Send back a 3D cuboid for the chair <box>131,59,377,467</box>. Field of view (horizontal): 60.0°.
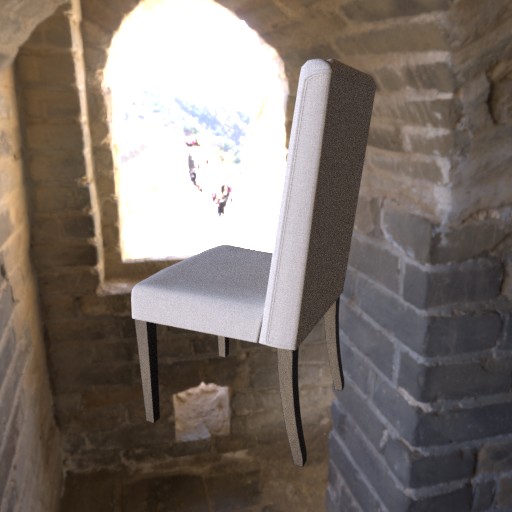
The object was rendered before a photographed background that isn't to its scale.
[{"bbox_3d":[0.000,0.000,1.252,0.523,0.961,0.474,8,18,25],"label":"chair"}]
